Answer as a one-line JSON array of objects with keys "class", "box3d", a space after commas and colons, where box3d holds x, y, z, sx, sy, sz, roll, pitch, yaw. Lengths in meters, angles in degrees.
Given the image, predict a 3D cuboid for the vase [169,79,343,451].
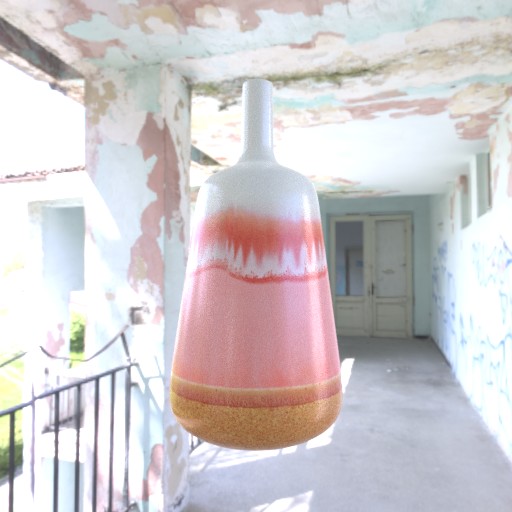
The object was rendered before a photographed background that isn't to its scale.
[{"class": "vase", "box3d": [0.000, 0.000, 0.380, 0.144, 0.296, 0.144, 0, -2, 0]}]
